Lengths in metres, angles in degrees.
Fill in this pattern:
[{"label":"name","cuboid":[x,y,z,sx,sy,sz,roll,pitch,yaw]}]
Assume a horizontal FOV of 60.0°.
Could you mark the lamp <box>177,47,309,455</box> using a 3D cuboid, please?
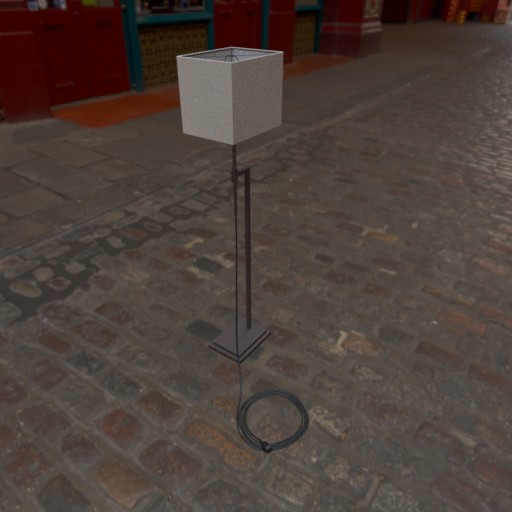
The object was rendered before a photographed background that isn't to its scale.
[{"label":"lamp","cuboid":[0.000,0.000,2.001,0.774,1.600,0.698,21,37,30]}]
